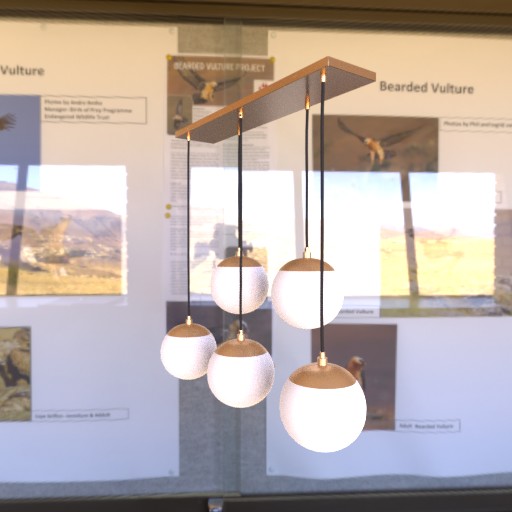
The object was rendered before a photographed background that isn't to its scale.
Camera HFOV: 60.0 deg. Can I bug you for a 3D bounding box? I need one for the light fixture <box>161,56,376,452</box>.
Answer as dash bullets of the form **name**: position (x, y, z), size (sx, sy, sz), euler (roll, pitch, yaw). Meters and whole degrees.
- **light fixture**: position (0.000, 0.000, 1.310), size (0.299, 0.869, 0.863), euler (-1, 1, -35)
